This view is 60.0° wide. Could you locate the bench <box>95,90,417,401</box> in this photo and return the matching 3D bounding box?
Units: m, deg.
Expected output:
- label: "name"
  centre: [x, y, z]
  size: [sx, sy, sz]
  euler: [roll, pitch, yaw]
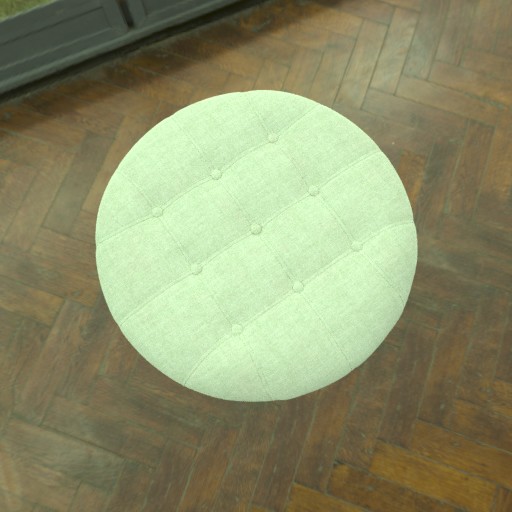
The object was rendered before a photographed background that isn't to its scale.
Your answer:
- label: "bench"
  centre: [0.000, 0.000, 0.994]
  size: [0.600, 0.453, 0.600]
  euler: [0, 77, 0]
